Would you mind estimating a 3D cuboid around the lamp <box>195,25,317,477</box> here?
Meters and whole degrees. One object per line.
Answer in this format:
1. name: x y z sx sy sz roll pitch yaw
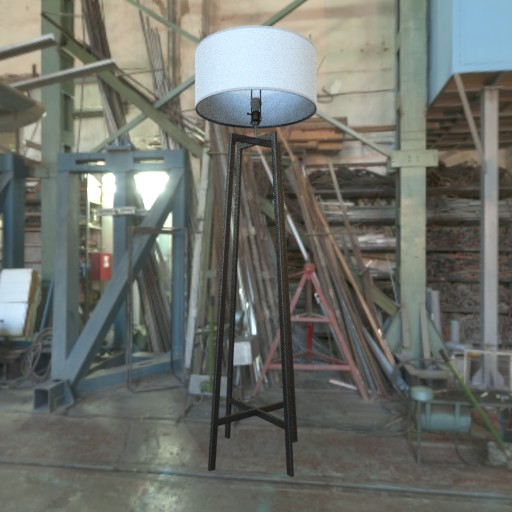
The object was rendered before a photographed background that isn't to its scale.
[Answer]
1. lamp: 0.000 0.000 1.682 0.456 1.510 0.457 0 0 -37
